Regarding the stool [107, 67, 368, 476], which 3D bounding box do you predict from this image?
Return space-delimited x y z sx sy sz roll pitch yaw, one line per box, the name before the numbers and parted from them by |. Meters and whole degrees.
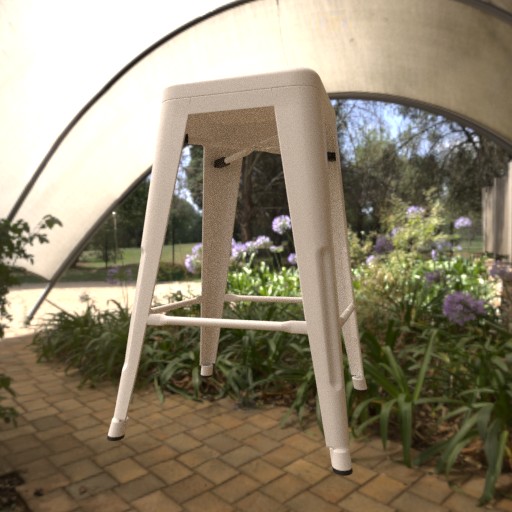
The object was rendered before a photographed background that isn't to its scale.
stool | 0.000 0.000 0.868 0.406 0.610 0.406 0 1 17
